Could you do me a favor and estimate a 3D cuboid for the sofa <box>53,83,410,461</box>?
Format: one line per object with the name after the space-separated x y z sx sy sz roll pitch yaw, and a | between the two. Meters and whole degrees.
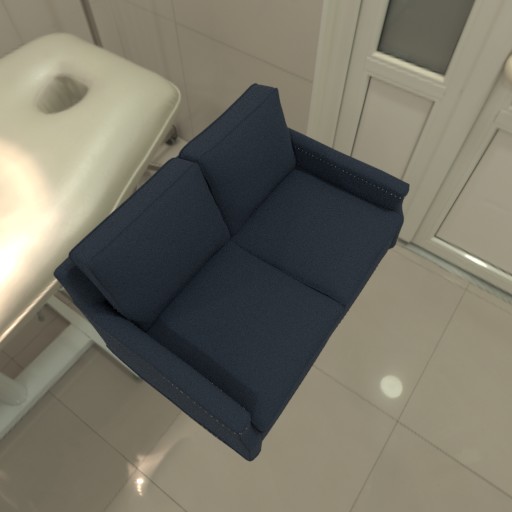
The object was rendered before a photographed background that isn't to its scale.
0.000 0.000 2.333 1.084 1.003 1.597 31 63 18 | sofa
